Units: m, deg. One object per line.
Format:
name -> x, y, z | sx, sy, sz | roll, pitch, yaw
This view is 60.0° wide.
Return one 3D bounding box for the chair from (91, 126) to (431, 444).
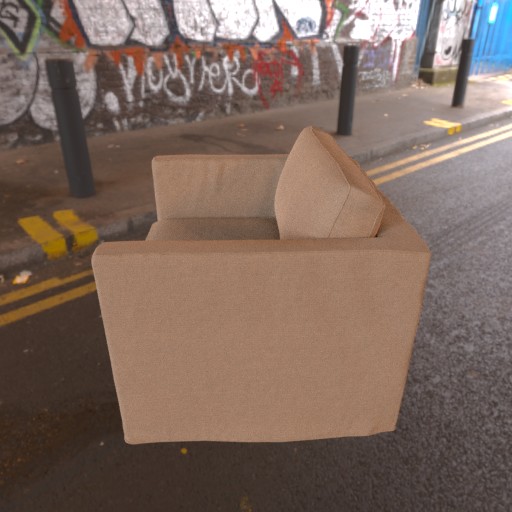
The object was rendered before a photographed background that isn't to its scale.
chair -> 0.000, 0.000, 1.752 | 0.949, 0.867, 1.057 | -1, 27, -2
